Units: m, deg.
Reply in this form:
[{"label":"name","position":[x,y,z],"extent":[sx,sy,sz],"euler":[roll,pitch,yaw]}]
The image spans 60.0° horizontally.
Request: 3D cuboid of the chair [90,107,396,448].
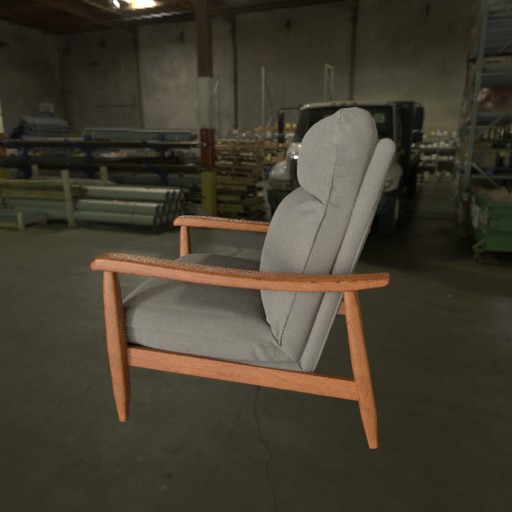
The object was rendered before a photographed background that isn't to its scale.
[{"label":"chair","position":[0.000,0.000,1.513],"extent":[0.816,0.922,0.782],"euler":[2,15,9]}]
